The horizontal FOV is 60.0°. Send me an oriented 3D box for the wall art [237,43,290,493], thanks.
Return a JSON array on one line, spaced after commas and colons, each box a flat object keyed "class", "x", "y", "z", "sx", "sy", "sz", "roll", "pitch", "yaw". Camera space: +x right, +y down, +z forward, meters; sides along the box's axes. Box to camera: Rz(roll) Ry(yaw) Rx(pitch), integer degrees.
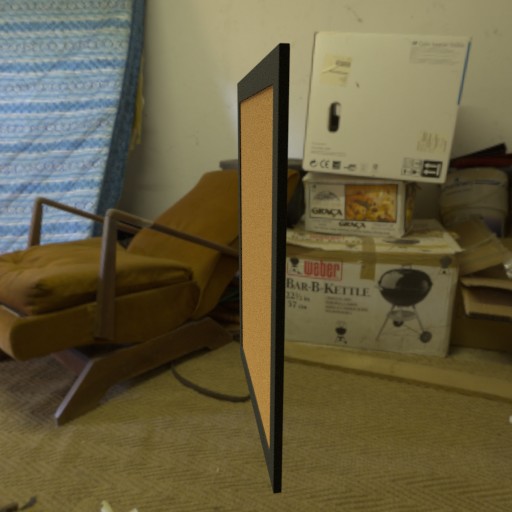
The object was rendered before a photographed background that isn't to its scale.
[{"class": "wall art", "x": 0.000, "y": 0.000, "z": 0.675, "sx": 0.012, "sy": 0.529, "sz": 0.374, "roll": -2, "pitch": 16, "yaw": -8}]
